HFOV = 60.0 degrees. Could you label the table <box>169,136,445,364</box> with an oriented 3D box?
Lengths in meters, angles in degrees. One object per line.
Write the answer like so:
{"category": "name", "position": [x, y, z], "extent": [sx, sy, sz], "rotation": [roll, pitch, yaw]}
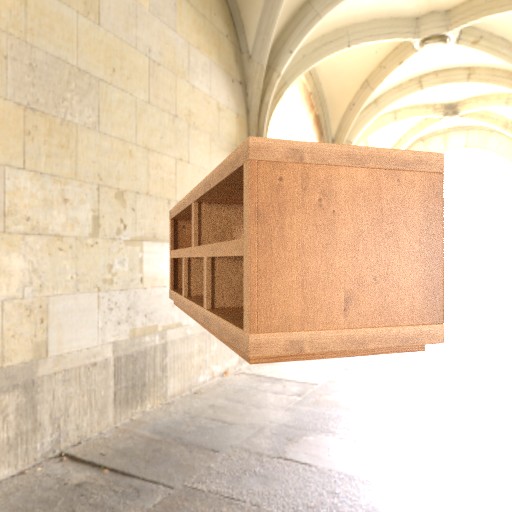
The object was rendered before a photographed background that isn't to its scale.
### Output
{"category": "table", "position": [0.000, 0.000, 1.718], "extent": [0.499, 0.491, 1.499], "rotation": [0, 0, -17]}
